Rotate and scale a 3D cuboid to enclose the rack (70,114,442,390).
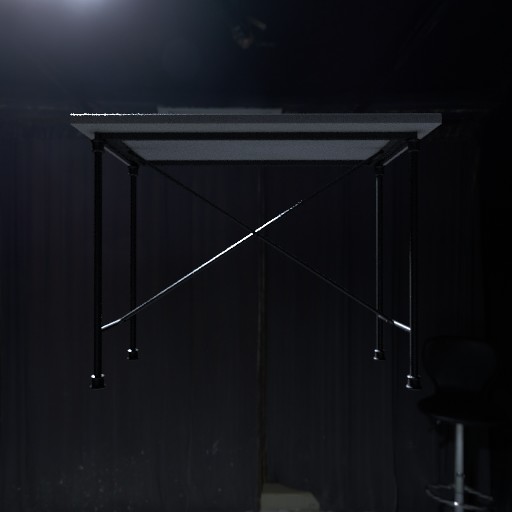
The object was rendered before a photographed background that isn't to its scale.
[{"bbox_3d":[0.000,0.000,1.683,1.159,0.880,0.613,0,0,0],"label":"rack"}]
